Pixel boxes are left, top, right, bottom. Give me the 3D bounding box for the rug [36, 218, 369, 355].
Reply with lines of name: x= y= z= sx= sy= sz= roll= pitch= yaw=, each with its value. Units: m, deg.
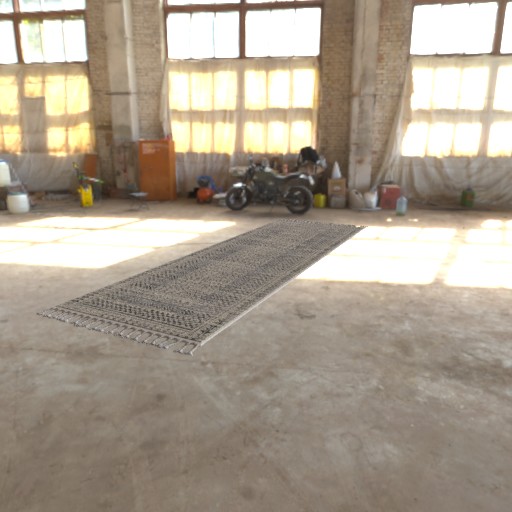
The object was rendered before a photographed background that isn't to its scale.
rug: x=0.000 y=0.000 z=2.707 sx=0.786 sy=0.013 sz=2.480 roll=8 pitch=17 yaw=26
